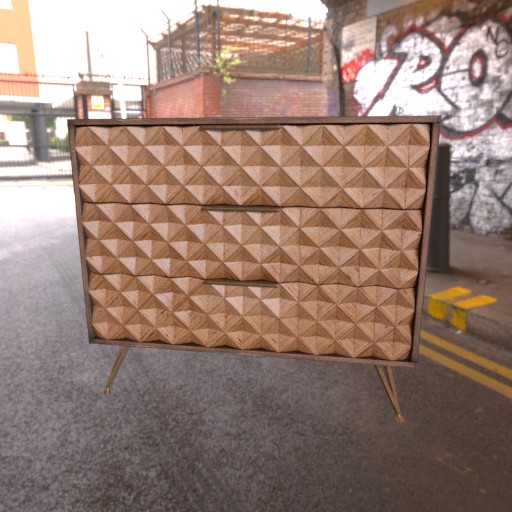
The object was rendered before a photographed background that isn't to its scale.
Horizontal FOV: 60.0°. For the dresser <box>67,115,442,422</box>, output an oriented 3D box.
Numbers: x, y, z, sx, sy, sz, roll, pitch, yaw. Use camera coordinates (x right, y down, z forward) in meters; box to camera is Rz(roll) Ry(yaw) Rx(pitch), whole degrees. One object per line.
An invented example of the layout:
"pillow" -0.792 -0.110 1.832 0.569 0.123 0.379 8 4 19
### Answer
"dresser" 0.000 0.000 1.381 0.923 0.801 0.453 2 14 9
